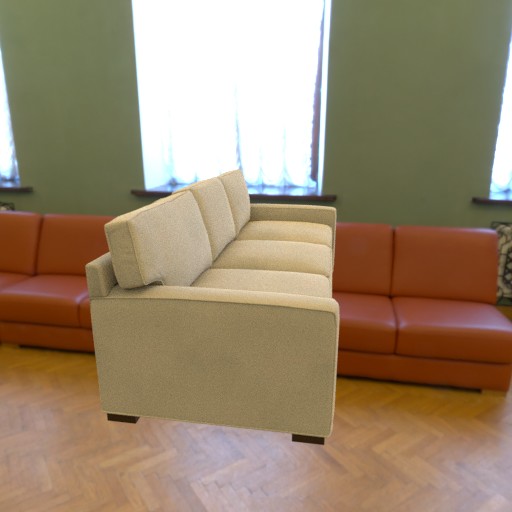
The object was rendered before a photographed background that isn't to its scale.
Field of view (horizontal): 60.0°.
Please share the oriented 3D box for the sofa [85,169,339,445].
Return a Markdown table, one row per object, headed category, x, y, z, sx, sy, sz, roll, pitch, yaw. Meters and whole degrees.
| category | x | y | z | sx | sy | sz | roll | pitch | yaw |
| --- | --- | --- | --- | --- | --- | --- | --- | --- | --- |
| sofa | 0.000 | 0.000 | 2.606 | 0.935 | 0.862 | 2.088 | 3 | 16 | 9 |
